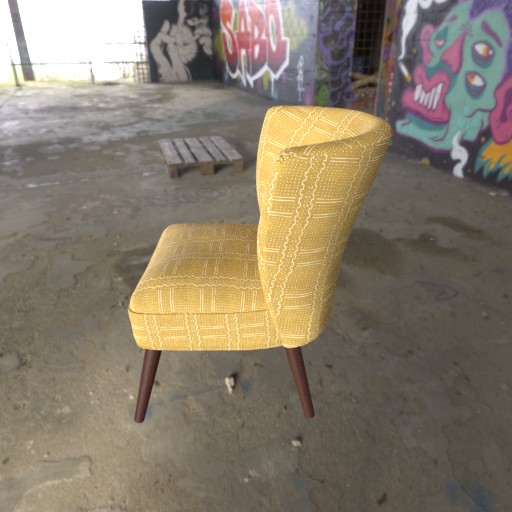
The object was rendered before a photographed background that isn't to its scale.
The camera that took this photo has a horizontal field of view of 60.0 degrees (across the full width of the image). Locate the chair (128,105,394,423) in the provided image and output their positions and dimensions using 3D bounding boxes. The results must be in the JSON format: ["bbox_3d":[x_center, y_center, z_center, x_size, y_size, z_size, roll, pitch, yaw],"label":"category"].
[{"bbox_3d":[0.000,0.000,1.439,0.758,0.866,0.706,0,27,0],"label":"chair"}]
